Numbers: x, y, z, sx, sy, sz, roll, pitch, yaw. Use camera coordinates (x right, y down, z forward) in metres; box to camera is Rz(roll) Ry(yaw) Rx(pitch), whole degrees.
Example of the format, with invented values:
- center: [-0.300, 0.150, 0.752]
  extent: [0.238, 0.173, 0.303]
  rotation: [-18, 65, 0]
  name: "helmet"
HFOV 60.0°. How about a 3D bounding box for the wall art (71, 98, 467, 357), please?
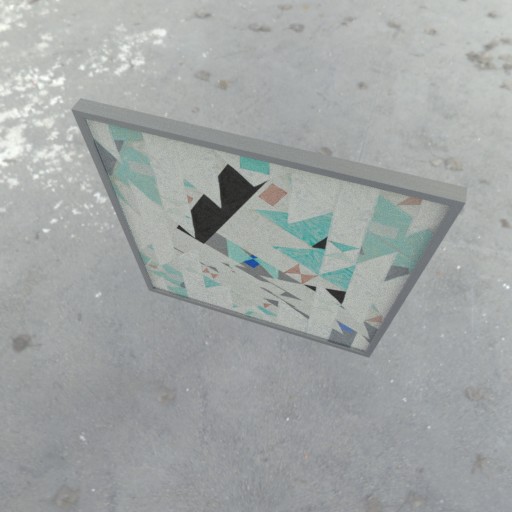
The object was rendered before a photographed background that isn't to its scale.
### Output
- center: [0.000, 0.000, 1.214]
  extent: [0.806, 0.806, 0.038]
  rotation: [16, 59, 10]
  name: "wall art"
